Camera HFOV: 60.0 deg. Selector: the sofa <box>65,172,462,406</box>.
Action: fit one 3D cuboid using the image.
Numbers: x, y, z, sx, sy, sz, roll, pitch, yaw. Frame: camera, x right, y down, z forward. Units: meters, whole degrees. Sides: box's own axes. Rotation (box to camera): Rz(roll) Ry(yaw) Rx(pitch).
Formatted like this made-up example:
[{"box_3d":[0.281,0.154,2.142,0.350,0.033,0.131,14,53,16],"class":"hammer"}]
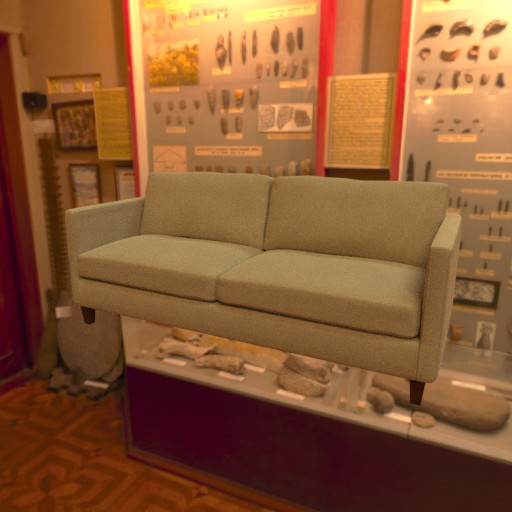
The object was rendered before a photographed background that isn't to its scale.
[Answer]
[{"box_3d":[0.000,0.000,2.657,2.181,0.932,0.948,7,16,25],"class":"sofa"}]
